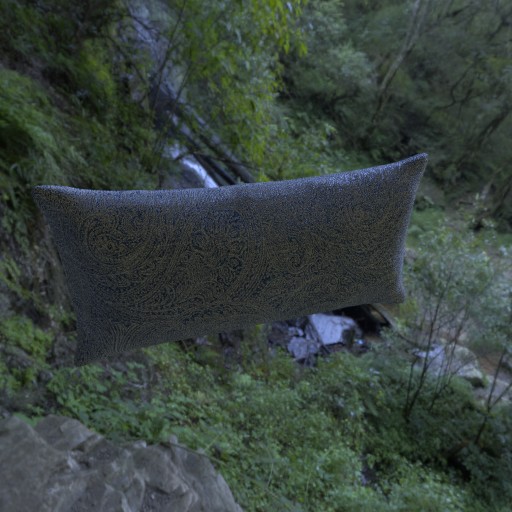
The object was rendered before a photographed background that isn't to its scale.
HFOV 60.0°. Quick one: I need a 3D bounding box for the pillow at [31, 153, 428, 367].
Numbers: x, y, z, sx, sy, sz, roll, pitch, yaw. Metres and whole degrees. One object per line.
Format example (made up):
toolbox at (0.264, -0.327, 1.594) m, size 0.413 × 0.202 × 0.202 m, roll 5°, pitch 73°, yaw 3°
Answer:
pillow at (0.000, 0.000, 0.726) m, size 0.615 × 0.295 × 0.151 m, roll -8°, pitch 27°, yaw -17°
